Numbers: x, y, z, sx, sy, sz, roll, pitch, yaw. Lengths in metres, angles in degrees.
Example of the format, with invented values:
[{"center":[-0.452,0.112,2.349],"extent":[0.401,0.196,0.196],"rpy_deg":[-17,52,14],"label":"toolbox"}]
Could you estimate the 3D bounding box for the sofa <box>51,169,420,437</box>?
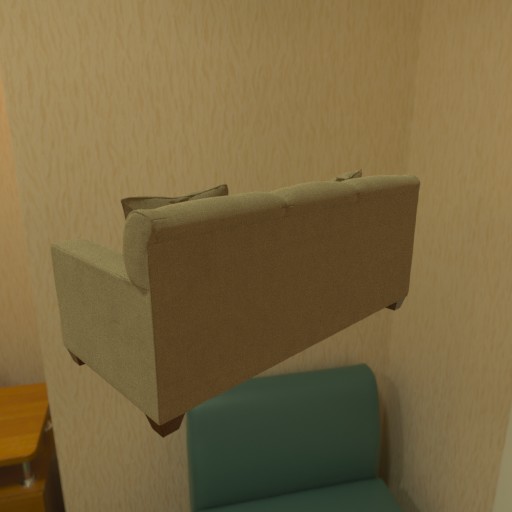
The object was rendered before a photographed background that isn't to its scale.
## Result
[{"center":[0.000,0.000,2.608],"extent":[2.024,0.958,0.997],"rpy_deg":[-15,22,-42],"label":"sofa"}]
